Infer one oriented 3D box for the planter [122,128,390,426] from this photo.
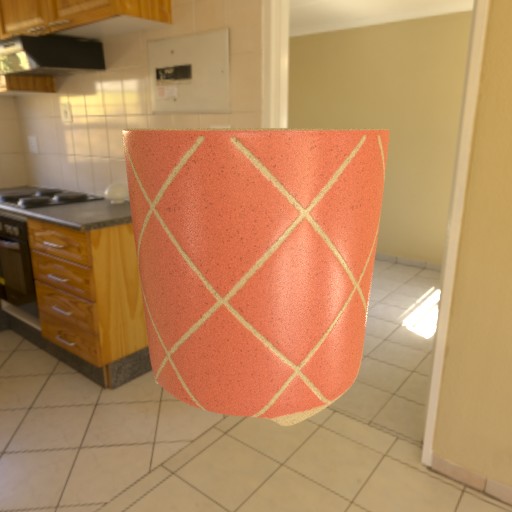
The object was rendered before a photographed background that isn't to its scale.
[{"bbox_3d":[0.000,0.000,0.424,0.227,0.235,0.227,0,16,0],"label":"planter"}]
